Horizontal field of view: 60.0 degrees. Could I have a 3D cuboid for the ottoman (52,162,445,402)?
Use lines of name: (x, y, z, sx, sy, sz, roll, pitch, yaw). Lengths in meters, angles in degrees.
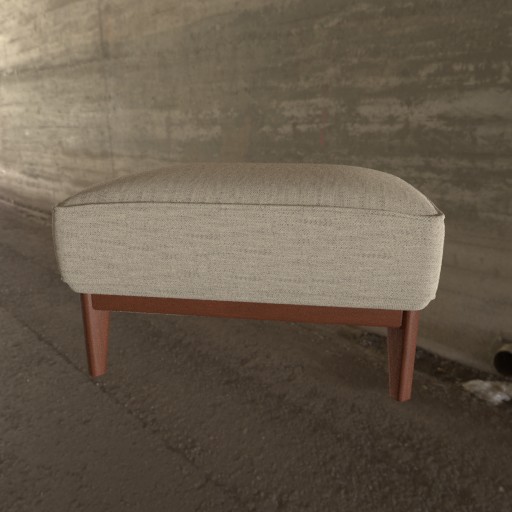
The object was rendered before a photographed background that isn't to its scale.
ottoman: (0.000, 0.000, 1.166, 0.794, 0.465, 0.594, 2, 16, 8)
